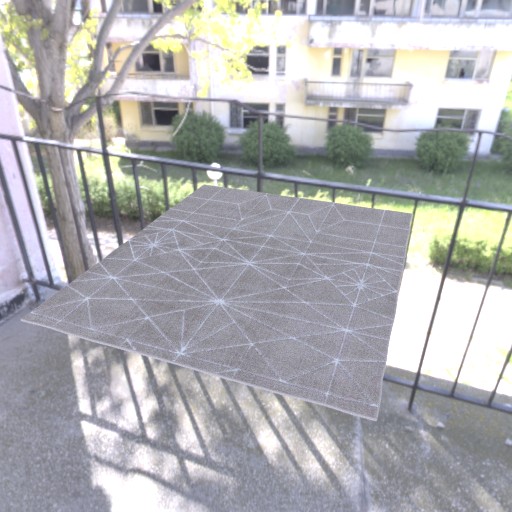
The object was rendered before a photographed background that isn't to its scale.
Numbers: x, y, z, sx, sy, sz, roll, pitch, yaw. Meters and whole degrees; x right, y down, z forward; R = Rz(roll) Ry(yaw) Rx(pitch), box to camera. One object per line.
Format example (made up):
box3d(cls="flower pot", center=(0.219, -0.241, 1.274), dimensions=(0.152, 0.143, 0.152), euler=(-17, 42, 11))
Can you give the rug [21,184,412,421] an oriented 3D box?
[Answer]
box3d(cls="rug", center=(0.000, 0.000, 0.867), dimensions=(0.548, 0.006, 0.639), euler=(11, 31, 18))
